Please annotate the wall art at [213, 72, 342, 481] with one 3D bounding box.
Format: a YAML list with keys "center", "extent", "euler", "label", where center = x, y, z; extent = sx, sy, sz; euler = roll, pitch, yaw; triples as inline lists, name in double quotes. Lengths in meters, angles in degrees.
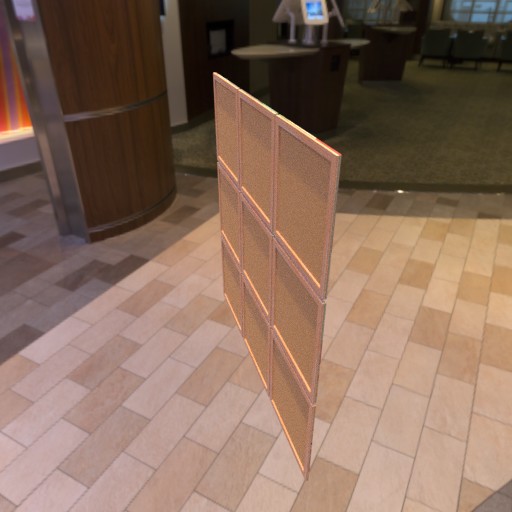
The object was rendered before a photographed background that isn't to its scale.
- center: [0.000, 0.000, 1.800]
  extent: [0.013, 1.220, 1.216]
  euler: [-9, 32, -15]
  label: "wall art"
